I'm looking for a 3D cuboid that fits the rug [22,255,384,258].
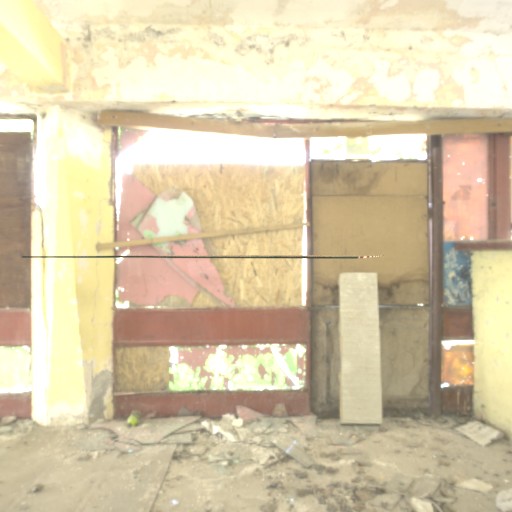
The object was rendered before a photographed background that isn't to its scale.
[{"bbox_3d":[0.000,0.000,2.906,1.522,0.010,2.311,0,0,18],"label":"rug"}]
